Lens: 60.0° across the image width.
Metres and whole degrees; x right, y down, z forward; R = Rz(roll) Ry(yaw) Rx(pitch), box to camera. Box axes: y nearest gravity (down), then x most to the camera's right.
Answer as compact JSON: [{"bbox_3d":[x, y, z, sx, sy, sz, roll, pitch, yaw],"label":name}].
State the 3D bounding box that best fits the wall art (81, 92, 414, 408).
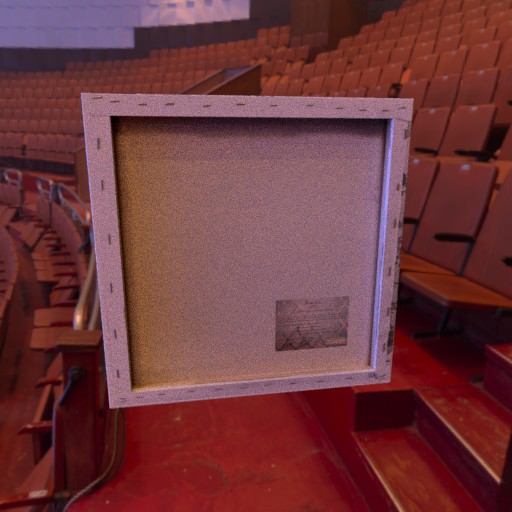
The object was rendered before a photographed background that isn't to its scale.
[{"bbox_3d":[0.000,0.000,0.892,0.609,0.607,0.036,-2,15,-9],"label":"wall art"}]
